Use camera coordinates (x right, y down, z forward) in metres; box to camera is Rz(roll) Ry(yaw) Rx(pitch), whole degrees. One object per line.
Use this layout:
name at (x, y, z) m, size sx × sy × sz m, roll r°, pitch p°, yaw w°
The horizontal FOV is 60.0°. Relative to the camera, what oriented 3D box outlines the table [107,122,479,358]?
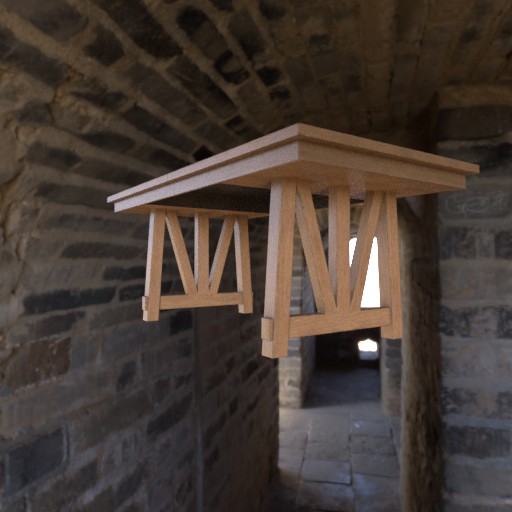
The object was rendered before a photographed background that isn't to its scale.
table at (0.000, 0.000, 2.371) m, size 1.016 × 0.768 × 1.881 m, roll 0°, pitch -1°, yaw -35°
